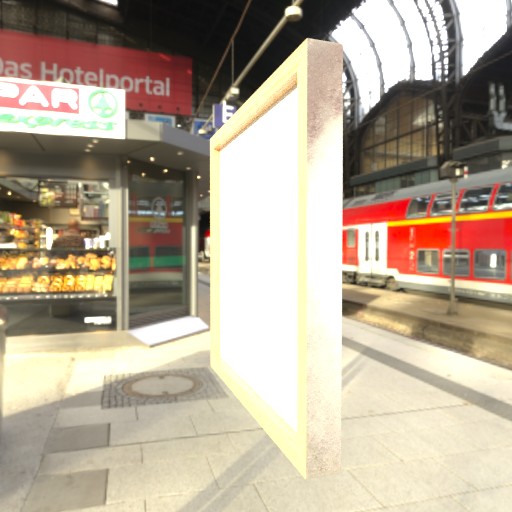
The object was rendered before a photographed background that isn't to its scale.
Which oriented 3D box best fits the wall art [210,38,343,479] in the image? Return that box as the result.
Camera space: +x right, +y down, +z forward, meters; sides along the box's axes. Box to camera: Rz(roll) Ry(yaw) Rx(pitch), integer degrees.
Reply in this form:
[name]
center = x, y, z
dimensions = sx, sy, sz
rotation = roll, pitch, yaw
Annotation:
[wall art]
center = 0.000, 0.000, 0.452
dimensions = 0.028, 0.303, 0.303
rotation = 0, 2, -18
